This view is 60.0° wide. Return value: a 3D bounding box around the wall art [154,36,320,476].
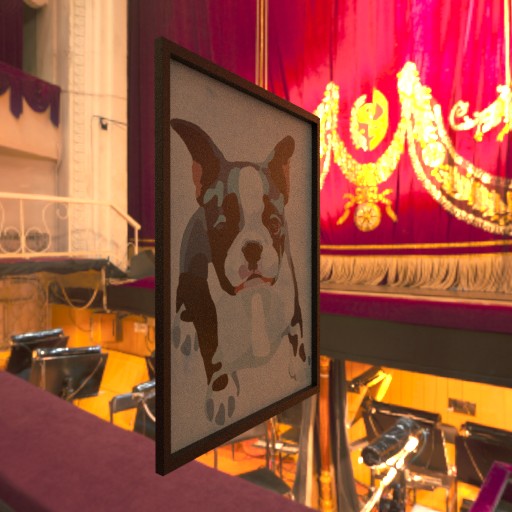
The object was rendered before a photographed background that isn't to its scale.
[{"bbox_3d":[0.000,0.000,1.354,0.030,1.027,0.774,0,1,36],"label":"wall art"}]
